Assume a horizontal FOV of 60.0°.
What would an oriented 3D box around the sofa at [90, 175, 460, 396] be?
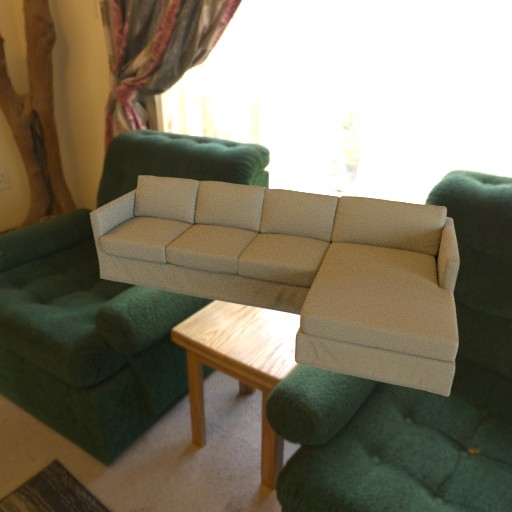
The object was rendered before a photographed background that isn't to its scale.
[{"bbox_3d":[0.000,0.000,3.819,3.177,0.867,1.622,8,27,17],"label":"sofa"}]
